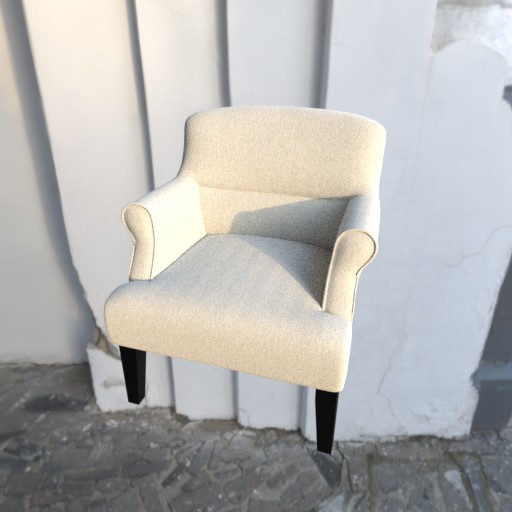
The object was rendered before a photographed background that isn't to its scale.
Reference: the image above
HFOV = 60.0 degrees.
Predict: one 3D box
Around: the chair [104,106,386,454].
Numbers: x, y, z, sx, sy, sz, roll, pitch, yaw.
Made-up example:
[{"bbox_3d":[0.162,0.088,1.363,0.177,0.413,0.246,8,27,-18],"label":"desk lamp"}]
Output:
[{"bbox_3d":[0.000,0.000,1.487,0.781,0.875,0.750,8,27,16],"label":"chair"}]
